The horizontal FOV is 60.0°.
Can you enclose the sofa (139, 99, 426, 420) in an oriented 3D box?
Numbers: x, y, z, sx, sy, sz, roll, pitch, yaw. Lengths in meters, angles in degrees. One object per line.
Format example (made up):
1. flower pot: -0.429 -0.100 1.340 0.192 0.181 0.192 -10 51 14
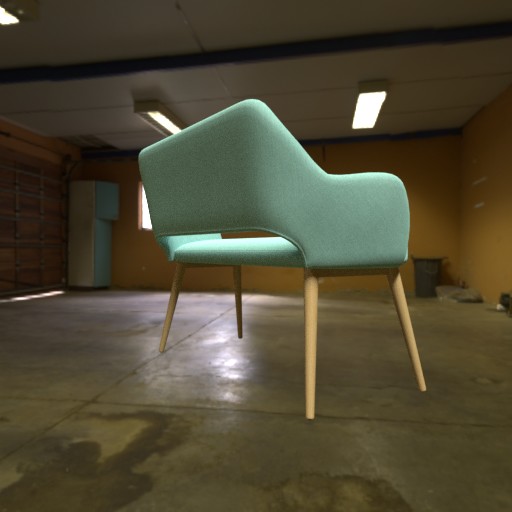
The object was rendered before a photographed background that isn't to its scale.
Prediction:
1. sofa: 0.000 0.000 1.629 0.610 0.840 1.150 -1 1 -36
